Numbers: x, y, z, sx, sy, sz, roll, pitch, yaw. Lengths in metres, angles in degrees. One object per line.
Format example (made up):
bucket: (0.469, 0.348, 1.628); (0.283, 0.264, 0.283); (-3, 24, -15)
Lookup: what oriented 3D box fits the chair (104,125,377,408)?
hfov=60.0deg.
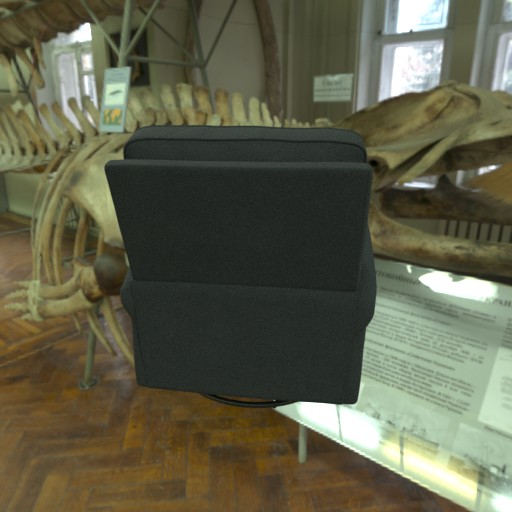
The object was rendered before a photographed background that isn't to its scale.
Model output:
chair: (0.000, 0.000, 1.675); (0.890, 0.961, 0.878); (3, 18, 8)
